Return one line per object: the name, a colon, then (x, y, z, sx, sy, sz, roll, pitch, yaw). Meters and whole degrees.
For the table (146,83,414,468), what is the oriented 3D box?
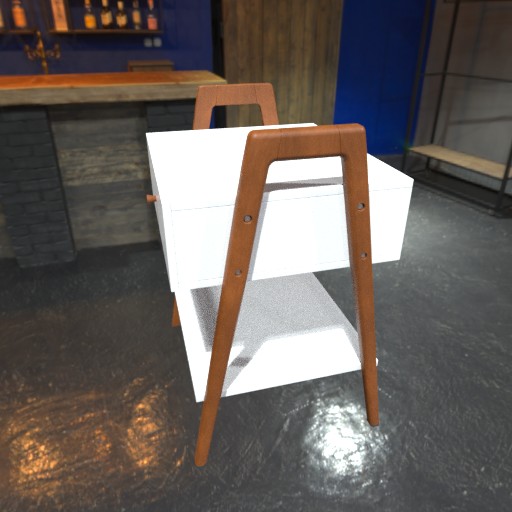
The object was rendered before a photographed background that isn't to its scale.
table: (0.000, 0.000, 0.912, 0.405, 0.610, 0.457, -7, 29, -13)
